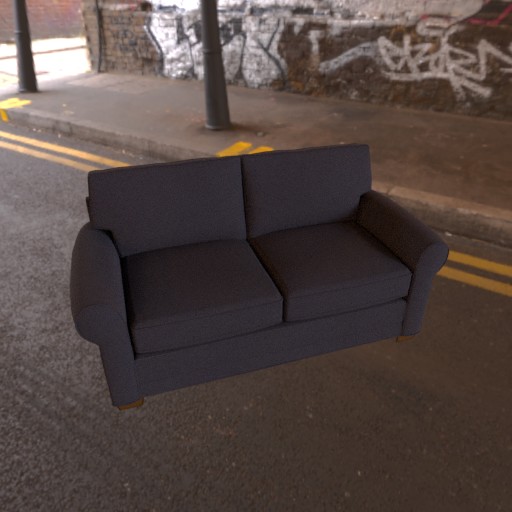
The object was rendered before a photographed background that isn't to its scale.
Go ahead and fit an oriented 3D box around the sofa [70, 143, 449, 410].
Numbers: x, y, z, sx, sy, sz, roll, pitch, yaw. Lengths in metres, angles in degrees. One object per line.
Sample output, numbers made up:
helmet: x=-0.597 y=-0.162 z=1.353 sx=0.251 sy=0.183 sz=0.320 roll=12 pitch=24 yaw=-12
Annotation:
sofa: x=0.000 y=0.000 z=2.595 sx=2.009 sy=1.031 sz=0.951 roll=-10 pitch=32 yaw=-16
